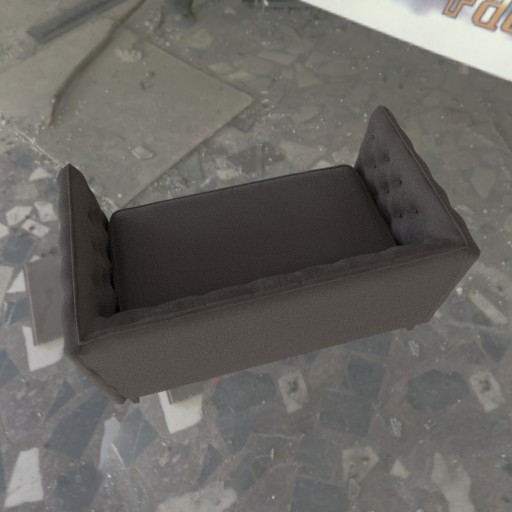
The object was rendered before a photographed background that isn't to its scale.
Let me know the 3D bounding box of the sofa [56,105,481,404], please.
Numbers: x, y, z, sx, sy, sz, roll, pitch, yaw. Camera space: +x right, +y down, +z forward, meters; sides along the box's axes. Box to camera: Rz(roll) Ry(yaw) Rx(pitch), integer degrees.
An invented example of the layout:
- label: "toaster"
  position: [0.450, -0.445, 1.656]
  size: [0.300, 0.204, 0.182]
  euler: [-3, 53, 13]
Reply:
- label: "sofa"
  position: [0.000, 0.000, 2.103]
  size: [1.583, 0.810, 0.909]
  euler: [-13, 59, -8]
